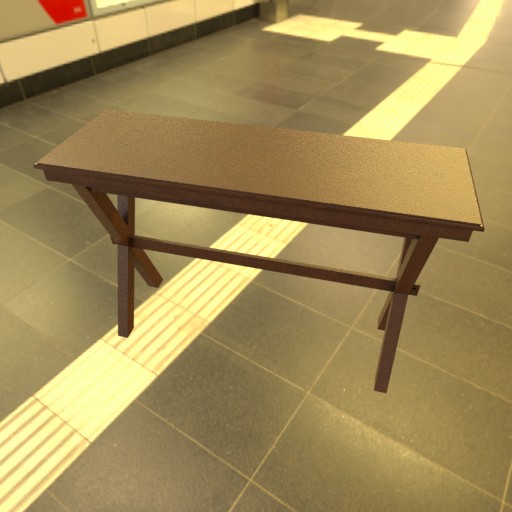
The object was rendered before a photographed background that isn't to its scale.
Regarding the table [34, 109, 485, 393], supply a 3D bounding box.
[{"bbox_3d":[0.000,0.000,1.529,1.197,0.763,0.399,9,41,11],"label":"table"}]
